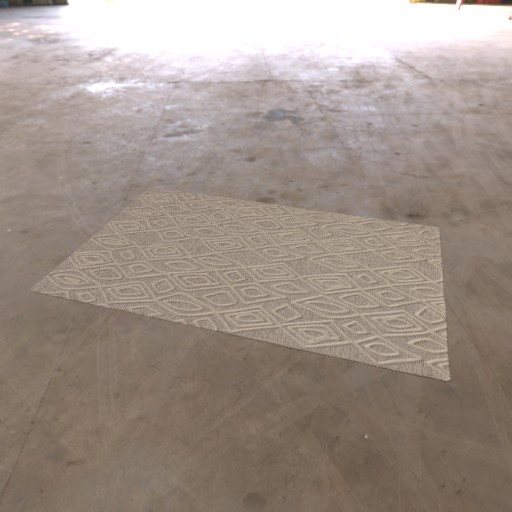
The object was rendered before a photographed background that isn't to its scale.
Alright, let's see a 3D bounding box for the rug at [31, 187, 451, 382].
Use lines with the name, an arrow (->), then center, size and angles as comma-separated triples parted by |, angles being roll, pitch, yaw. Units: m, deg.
rug -> 0.000, 0.000, 3.036 | 2.442, 0.010, 1.546 | 10, 35, 14
